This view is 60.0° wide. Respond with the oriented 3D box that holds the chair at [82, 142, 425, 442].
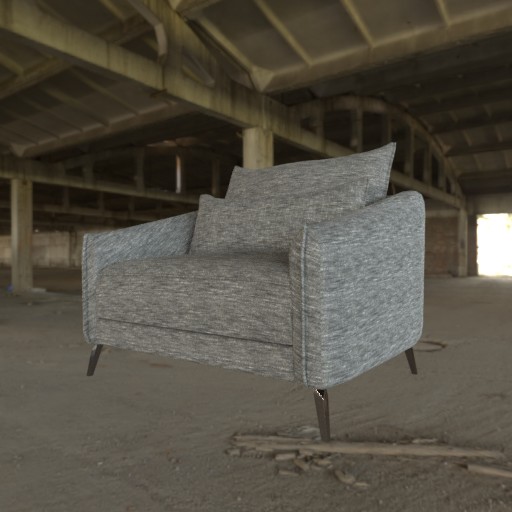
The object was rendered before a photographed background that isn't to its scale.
[{"bbox_3d":[0.000,0.000,1.570,1.004,0.842,0.805,0,0,36],"label":"chair"}]
